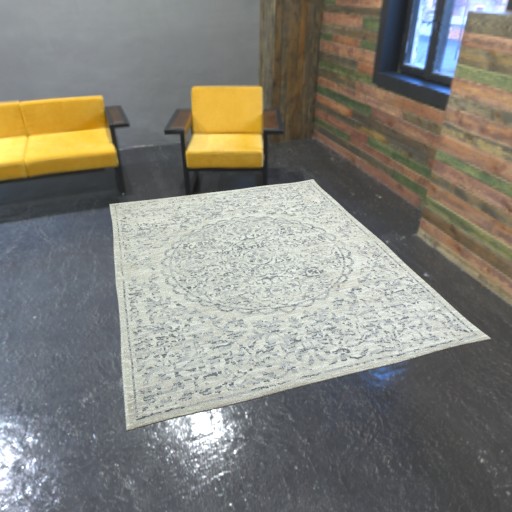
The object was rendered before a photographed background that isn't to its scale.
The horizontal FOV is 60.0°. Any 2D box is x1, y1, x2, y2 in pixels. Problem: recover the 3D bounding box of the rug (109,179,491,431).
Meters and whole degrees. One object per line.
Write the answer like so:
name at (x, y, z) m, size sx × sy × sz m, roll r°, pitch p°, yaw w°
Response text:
rug at (0.000, 0.000, 3.811) m, size 2.343 × 0.026 × 2.925 m, roll -9°, pitch 33°, yaw -15°
